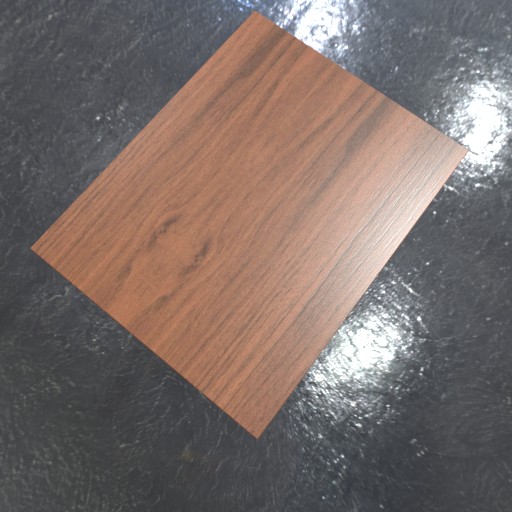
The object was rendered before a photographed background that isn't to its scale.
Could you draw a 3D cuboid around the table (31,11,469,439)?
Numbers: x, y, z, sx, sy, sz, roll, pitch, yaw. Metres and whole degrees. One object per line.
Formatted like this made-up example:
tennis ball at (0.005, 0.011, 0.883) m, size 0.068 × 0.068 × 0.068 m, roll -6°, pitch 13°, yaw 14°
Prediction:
table at (0.000, 0.000, 0.909) m, size 0.381 × 0.636 × 0.480 m, roll 37°, pitch 79°, yaw 9°
